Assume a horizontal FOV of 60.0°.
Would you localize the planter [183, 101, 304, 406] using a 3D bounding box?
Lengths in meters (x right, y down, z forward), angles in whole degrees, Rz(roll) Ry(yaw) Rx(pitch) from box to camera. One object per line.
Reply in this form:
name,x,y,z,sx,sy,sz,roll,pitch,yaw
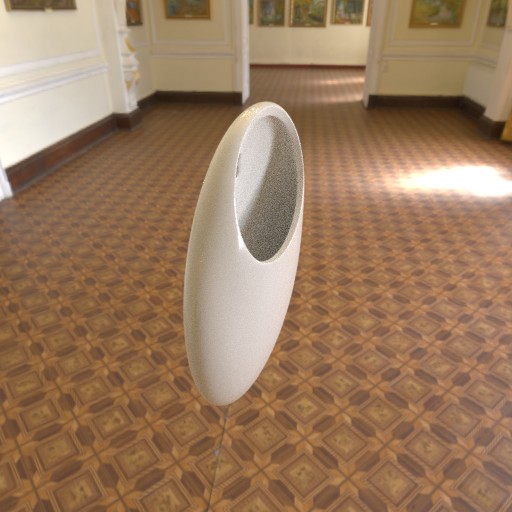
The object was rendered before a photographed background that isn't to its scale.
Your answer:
planter,0.000,0.000,0.285,0.043,0.188,0.185,9,30,16
